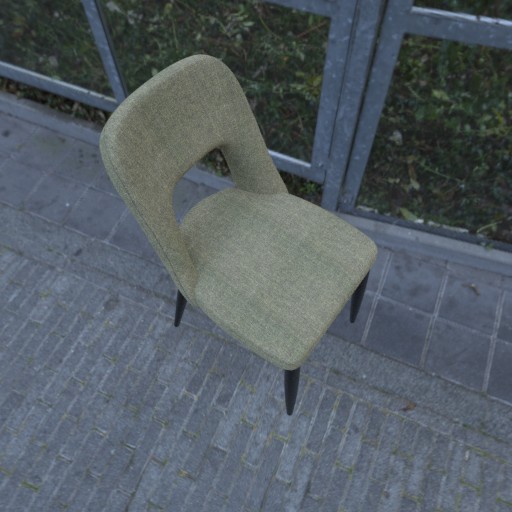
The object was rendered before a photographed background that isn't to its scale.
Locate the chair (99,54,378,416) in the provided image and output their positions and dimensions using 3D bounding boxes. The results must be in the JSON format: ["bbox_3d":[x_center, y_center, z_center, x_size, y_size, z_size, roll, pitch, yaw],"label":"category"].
[{"bbox_3d":[0.000,0.000,1.282,0.612,0.931,0.470,33,64,18],"label":"chair"}]
